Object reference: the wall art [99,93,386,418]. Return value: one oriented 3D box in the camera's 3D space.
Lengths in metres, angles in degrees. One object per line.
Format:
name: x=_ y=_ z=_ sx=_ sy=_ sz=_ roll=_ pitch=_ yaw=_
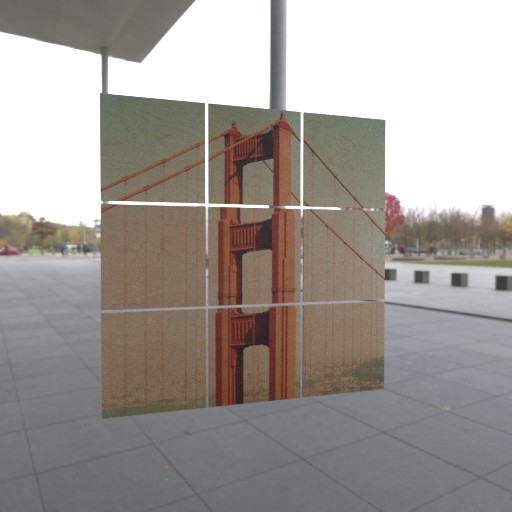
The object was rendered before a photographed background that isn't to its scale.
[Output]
wall art: x=0.000 y=0.000 z=2.293 sx=1.517 sy=1.523 sz=0.013 roll=0 pitch=1 yaw=-17
